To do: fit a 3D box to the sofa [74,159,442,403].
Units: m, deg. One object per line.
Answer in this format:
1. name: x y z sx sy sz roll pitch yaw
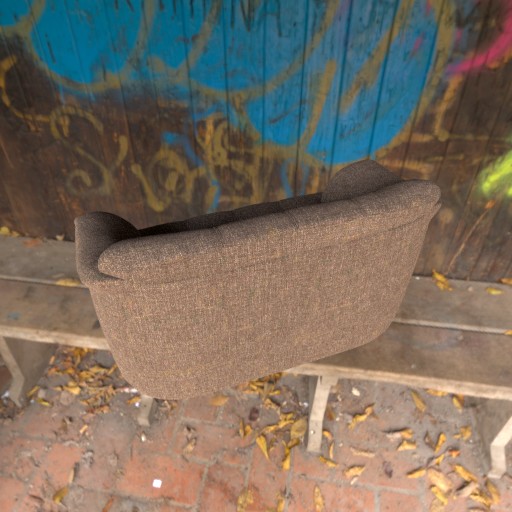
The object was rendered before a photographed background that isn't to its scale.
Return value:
1. sofa: 0.000 0.000 1.941 1.404 0.895 0.799 -13 43 -15
